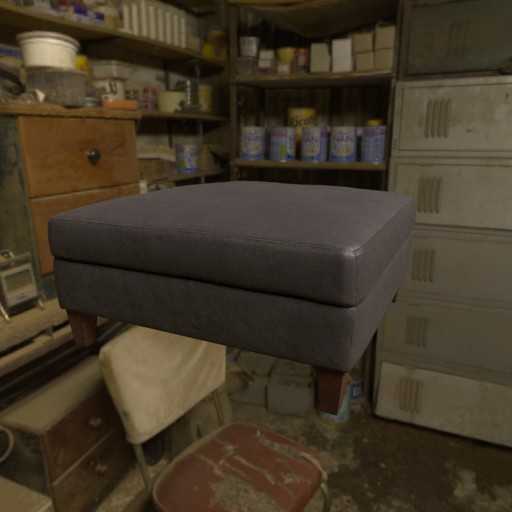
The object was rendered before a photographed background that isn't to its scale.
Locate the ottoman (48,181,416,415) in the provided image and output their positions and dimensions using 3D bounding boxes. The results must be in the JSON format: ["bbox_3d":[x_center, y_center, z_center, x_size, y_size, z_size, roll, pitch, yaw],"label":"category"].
[{"bbox_3d":[0.000,0.000,1.354,0.836,0.415,0.844,7,17,25],"label":"ottoman"}]
